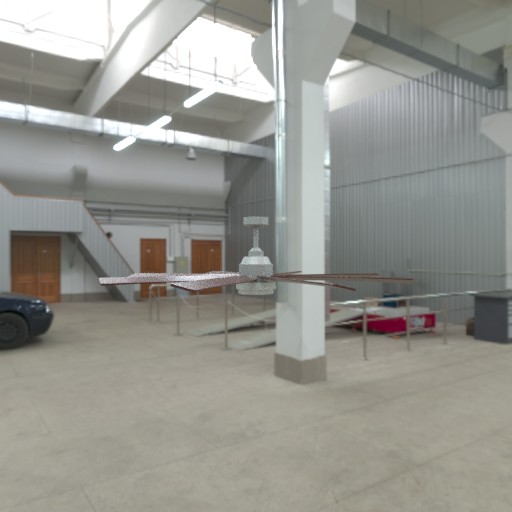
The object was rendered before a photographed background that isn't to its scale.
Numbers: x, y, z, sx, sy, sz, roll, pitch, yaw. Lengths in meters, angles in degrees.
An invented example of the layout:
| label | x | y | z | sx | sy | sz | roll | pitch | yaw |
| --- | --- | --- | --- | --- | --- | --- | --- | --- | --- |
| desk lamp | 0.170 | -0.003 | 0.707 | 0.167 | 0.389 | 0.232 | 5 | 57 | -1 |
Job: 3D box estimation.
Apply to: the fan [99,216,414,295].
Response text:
| label | x | y | z | sx | sy | sz | roll | pitch | yaw |
| --- | --- | --- | --- | --- | --- | --- | --- | --- | --- |
| fan | 0.000 | 0.000 | 2.735 | 1.830 | 0.472 | 1.830 | 0 | 0 | 20 |
